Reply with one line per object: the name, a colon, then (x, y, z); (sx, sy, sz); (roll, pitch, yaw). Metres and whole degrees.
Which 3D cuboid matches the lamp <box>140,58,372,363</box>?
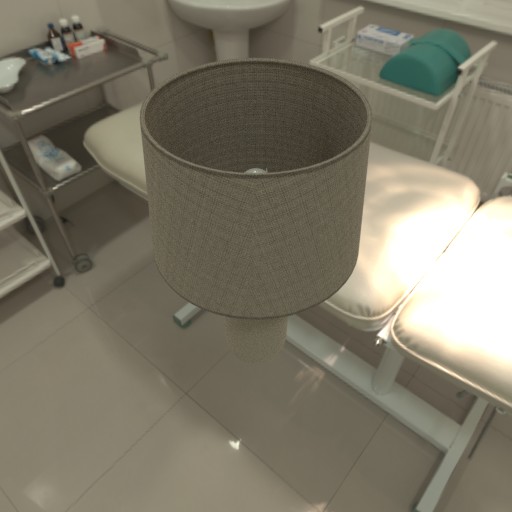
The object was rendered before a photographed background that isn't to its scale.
lamp: (0.000, 0.000, 0.838); (0.367, 0.609, 0.367); (0, 47, 0)
